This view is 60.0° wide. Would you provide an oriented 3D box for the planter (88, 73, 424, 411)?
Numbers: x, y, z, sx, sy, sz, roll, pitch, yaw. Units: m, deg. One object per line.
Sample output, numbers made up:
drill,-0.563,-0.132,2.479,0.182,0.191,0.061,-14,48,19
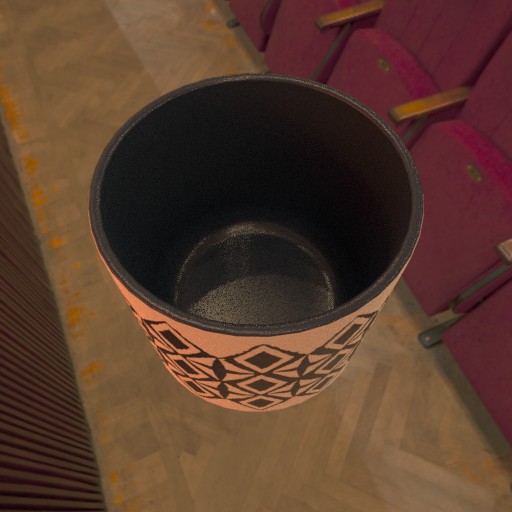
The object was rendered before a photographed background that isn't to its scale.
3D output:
planter,0.000,0.000,0.273,0.159,0.144,0.159,0,59,0
